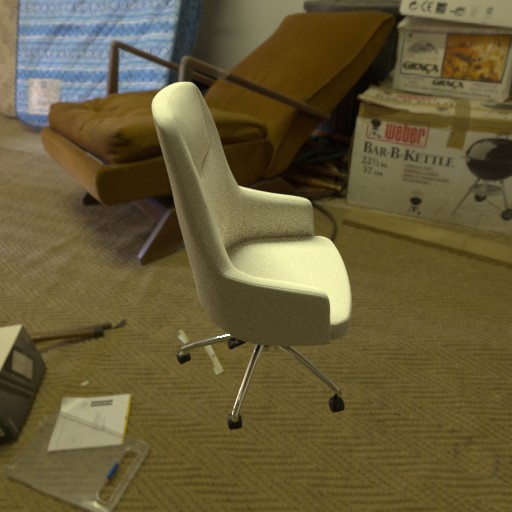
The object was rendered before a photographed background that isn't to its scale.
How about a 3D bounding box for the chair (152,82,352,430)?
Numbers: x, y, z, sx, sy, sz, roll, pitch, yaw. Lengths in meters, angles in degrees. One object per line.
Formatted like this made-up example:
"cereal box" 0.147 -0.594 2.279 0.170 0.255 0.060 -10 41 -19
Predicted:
"chair" 0.000 0.000 1.485 0.640 1.049 0.620 1 33 1
